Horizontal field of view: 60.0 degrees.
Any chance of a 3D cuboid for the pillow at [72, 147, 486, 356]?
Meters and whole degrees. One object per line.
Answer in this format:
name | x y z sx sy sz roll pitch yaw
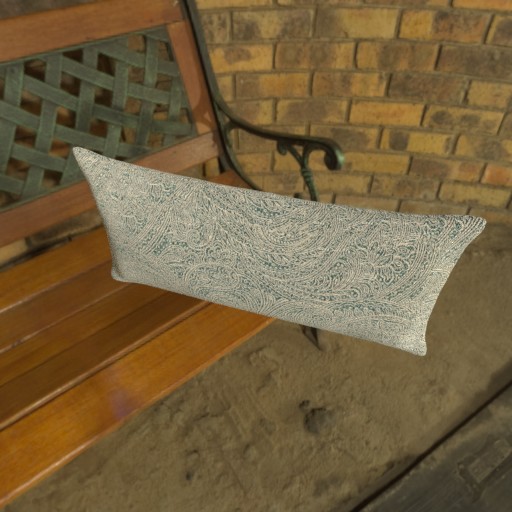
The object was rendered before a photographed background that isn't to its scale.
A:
pillow | 0.000 0.000 0.729 0.615 0.295 0.151 12 43 13
